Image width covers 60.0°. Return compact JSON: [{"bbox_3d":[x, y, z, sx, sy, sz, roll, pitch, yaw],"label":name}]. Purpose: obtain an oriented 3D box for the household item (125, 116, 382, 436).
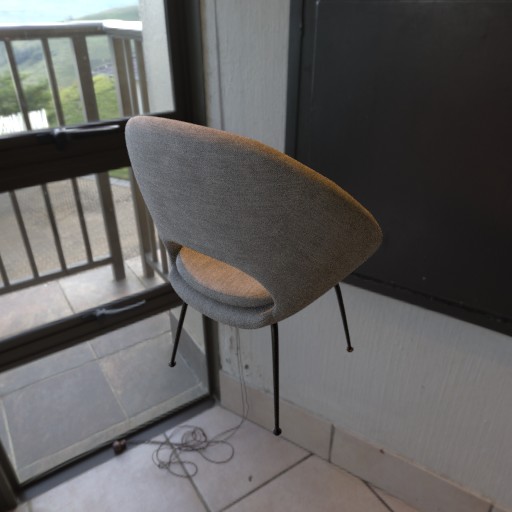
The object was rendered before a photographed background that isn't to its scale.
[{"bbox_3d":[0.000,0.000,1.285,0.643,0.869,0.587,22,37,32],"label":"household item"}]
